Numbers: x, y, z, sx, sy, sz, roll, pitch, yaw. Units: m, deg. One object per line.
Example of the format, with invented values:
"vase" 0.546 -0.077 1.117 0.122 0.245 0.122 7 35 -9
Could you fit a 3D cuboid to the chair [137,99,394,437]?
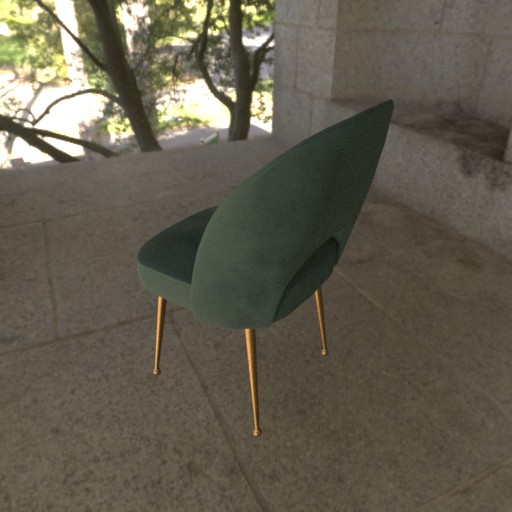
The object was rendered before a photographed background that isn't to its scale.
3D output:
"chair" 0.000 0.000 1.208 0.577 0.860 0.527 20 36 30
